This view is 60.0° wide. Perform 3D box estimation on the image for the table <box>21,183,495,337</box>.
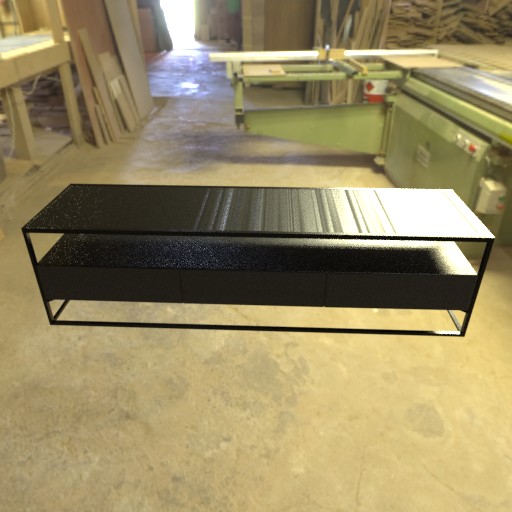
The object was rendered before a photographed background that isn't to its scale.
[{"bbox_3d":[0.000,0.000,1.656,1.486,0.395,0.399,1,30,2],"label":"table"}]
